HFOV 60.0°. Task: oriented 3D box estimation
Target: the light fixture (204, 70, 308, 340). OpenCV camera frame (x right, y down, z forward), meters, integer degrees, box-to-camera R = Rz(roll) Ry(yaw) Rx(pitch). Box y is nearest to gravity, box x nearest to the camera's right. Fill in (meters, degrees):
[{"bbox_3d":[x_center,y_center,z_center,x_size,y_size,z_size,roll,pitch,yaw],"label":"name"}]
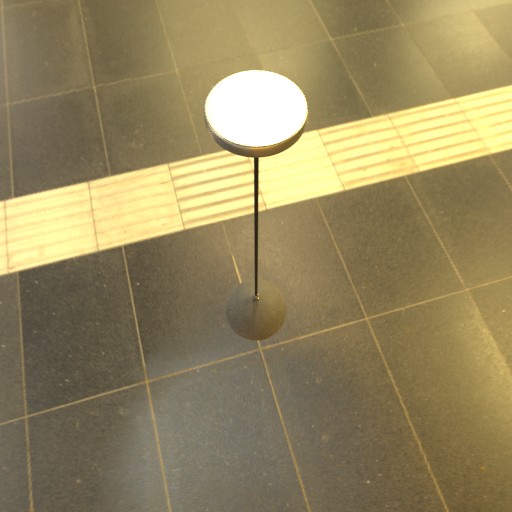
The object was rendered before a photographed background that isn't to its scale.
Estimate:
[{"bbox_3d":[0.000,0.000,0.842,0.153,0.760,0.153,-33,68,-15],"label":"light fixture"}]
